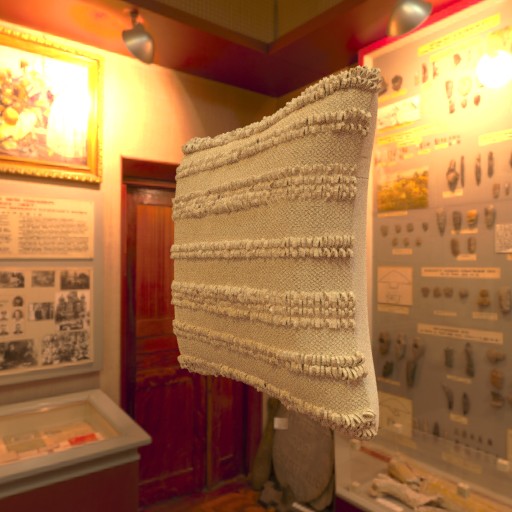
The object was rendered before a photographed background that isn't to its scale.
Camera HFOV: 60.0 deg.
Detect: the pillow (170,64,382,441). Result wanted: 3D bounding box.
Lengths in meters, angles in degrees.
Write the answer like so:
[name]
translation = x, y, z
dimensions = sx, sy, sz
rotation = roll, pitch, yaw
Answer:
[pillow]
translation = 0.000, 0.000, 0.650
dimensions = 0.145, 0.427, 0.437
rotation = 0, -1, -35
